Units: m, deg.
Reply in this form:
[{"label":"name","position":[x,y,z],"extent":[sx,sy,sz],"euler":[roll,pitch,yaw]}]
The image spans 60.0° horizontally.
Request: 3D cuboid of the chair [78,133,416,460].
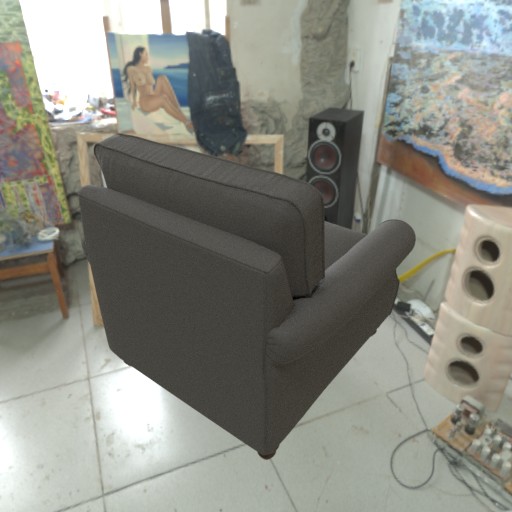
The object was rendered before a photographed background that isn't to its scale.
[{"label":"chair","position":[0.000,0.000,1.753],"extent":[1.029,0.967,0.966],"euler":[21,37,32]}]
